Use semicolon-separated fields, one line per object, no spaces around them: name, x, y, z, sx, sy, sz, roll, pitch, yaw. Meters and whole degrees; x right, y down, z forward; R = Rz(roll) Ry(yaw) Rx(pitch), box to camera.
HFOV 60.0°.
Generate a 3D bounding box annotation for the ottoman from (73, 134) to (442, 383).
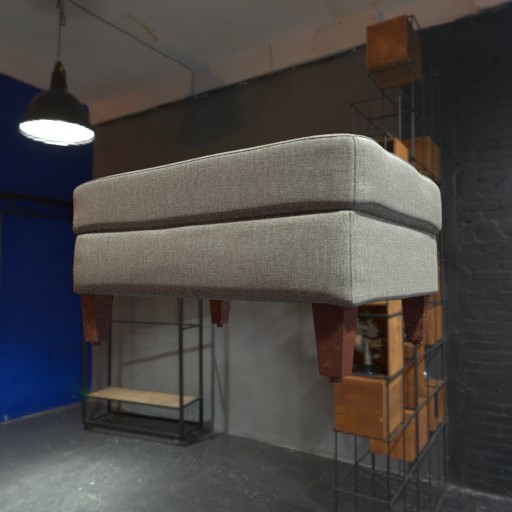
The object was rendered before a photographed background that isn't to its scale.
ottoman;0.000;0.000;1.245;0.873;0.494;0.639;-2;-3;35
